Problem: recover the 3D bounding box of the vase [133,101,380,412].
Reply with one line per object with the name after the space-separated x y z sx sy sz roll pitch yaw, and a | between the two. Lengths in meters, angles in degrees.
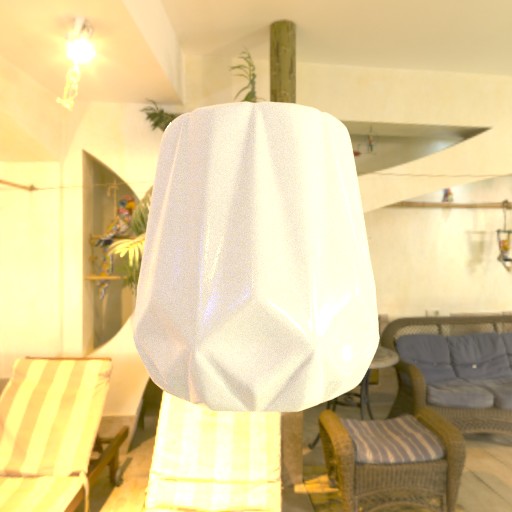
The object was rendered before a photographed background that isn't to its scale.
0.000 0.000 0.264 0.141 0.152 0.141 0 0 0 | vase
